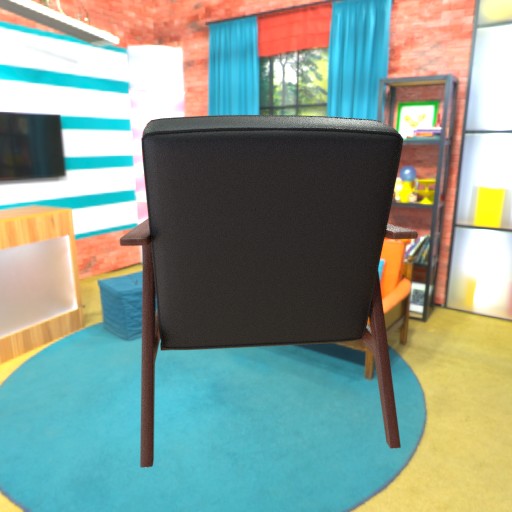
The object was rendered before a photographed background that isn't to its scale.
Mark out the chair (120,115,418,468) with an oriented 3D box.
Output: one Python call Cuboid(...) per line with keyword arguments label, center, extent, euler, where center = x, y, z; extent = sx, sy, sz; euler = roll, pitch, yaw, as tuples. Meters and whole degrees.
Cuboid(label="chair", center=(0.000, 0.000, 1.474), extent=(0.719, 0.861, 0.889), euler=(-2, 14, -6))
